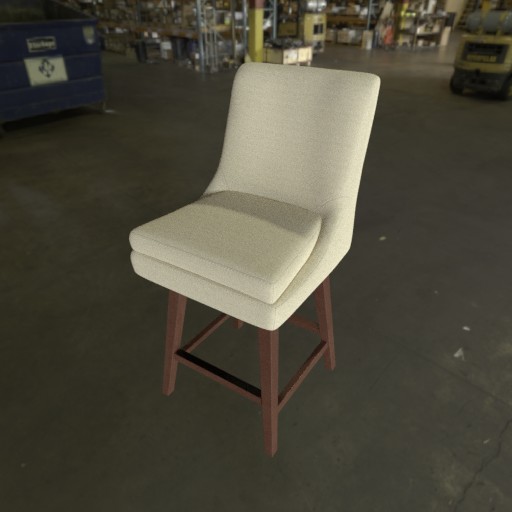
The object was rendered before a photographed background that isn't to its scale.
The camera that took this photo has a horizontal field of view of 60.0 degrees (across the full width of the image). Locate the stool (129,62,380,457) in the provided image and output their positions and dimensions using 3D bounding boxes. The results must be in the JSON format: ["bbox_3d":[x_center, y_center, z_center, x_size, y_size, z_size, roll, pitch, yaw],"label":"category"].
[{"bbox_3d":[0.000,0.000,1.321,0.483,0.991,0.559,19,36,28],"label":"stool"}]
